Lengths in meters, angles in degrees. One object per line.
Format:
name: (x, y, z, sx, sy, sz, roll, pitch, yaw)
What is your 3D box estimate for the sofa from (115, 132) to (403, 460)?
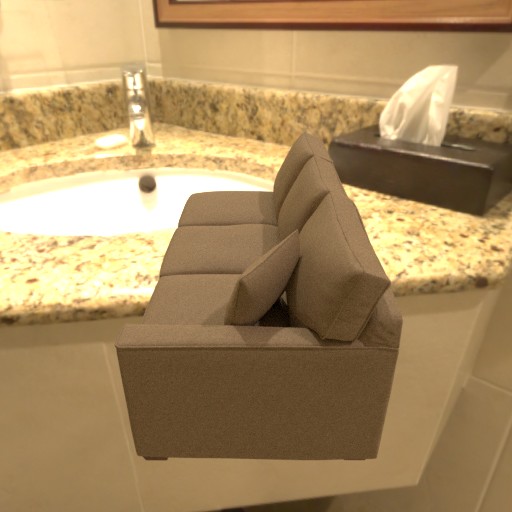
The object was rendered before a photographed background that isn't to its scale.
sofa: (0.000, 0.000, 2.473, 1.034, 0.946, 1.963, 0, 29, 0)
